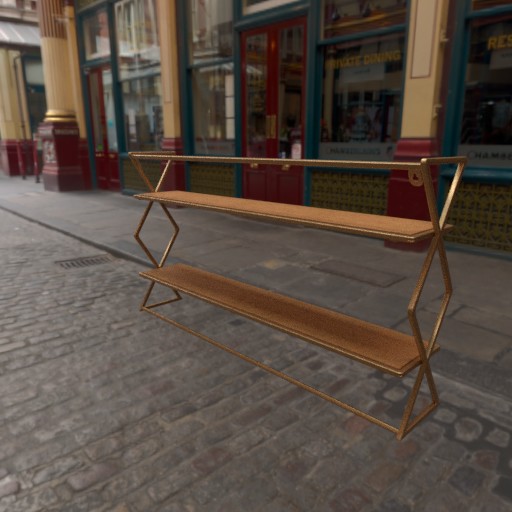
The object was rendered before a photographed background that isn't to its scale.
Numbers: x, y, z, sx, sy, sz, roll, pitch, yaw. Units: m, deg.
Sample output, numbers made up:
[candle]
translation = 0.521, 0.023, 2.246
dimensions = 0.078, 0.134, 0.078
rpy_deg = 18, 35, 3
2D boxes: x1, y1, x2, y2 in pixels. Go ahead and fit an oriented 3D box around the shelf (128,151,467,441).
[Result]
[shelf]
translation = 0.000, 0.000, 1.002
dimensions = 0.150, 0.450, 0.822
rpy_deg = -13, 19, -43
